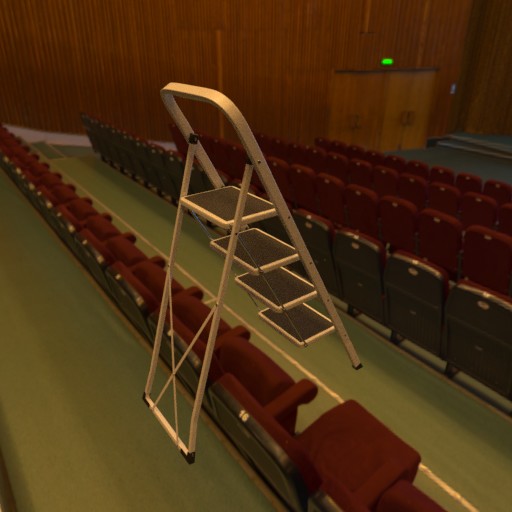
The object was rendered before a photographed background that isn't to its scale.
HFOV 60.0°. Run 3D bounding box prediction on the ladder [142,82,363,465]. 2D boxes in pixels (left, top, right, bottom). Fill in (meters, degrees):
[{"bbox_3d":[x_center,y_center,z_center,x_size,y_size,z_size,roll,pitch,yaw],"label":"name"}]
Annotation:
[{"bbox_3d":[0.000,0.000,1.711,0.914,1.265,0.460,-19,33,-33],"label":"ladder"}]
